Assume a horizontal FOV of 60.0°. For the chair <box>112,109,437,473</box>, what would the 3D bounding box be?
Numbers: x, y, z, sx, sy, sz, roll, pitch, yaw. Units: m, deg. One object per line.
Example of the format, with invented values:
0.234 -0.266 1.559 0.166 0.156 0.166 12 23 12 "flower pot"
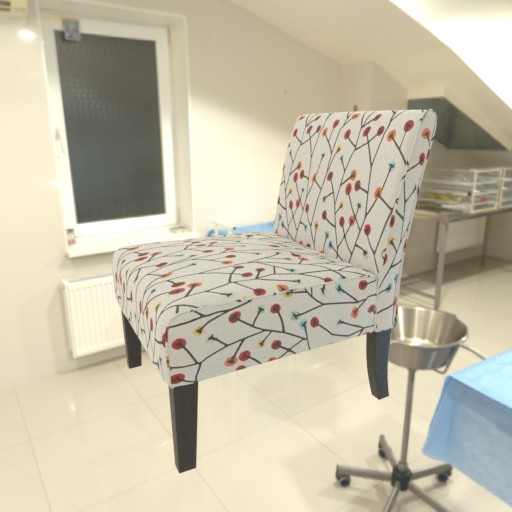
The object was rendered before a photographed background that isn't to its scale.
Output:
0.000 0.000 1.296 0.732 0.813 0.597 -8 18 -27 "chair"
